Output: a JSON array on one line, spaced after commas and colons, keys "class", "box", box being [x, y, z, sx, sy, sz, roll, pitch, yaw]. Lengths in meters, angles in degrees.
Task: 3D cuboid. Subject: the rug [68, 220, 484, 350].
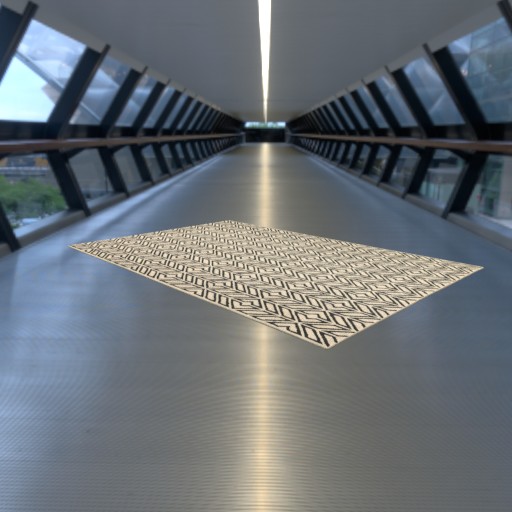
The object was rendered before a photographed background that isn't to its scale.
[{"class": "rug", "box": [0.000, 0.000, 2.311, 1.220, 0.007, 1.828, -14, 20, -43]}]
